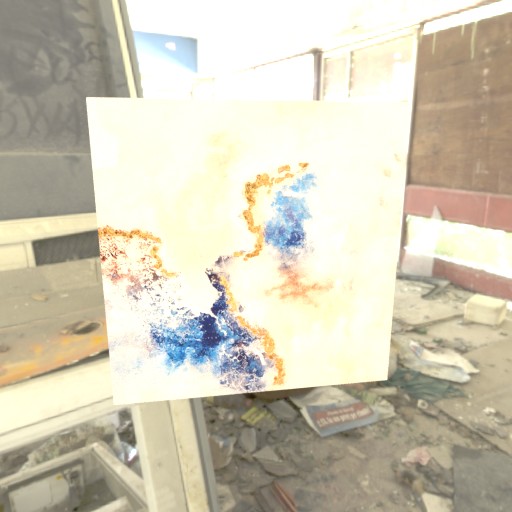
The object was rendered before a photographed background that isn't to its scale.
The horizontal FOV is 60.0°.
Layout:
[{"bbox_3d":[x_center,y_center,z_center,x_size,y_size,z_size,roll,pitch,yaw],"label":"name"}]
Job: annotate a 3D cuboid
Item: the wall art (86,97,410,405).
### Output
[{"bbox_3d":[0.000,0.000,1.598,1.061,1.061,0.071,-2,15,-9],"label":"wall art"}]
